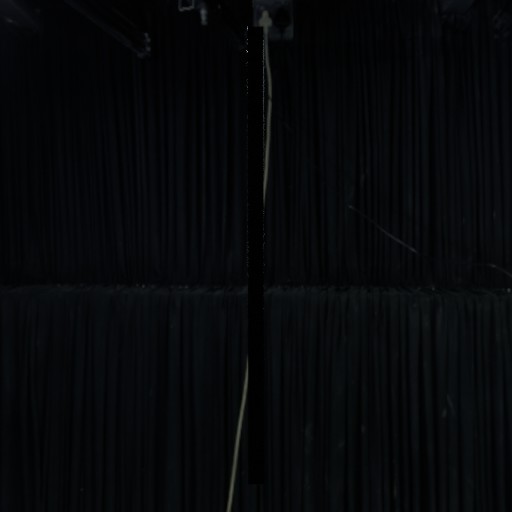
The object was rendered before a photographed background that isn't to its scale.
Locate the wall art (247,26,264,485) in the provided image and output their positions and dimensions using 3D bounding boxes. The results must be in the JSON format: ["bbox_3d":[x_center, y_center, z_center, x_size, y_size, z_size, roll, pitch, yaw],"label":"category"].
[{"bbox_3d":[0.000,0.000,1.430,0.040,1.062,0.805,0,0,0],"label":"wall art"}]
